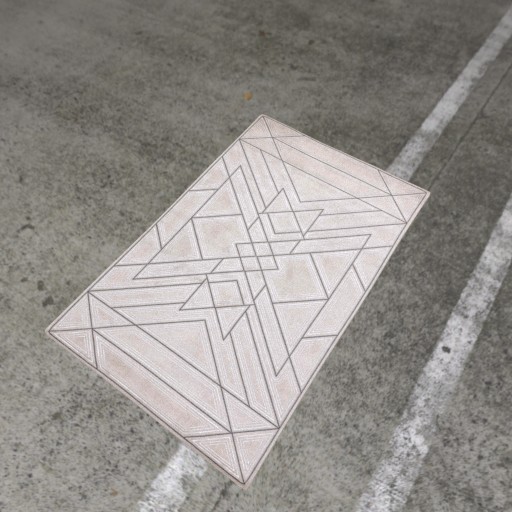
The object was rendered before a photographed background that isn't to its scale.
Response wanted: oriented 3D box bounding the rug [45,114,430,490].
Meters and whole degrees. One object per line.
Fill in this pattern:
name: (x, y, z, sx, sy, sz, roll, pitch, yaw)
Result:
rug: (0.000, 0.000, 3.099, 1.575, 0.023, 2.459, 30, 63, 17)
